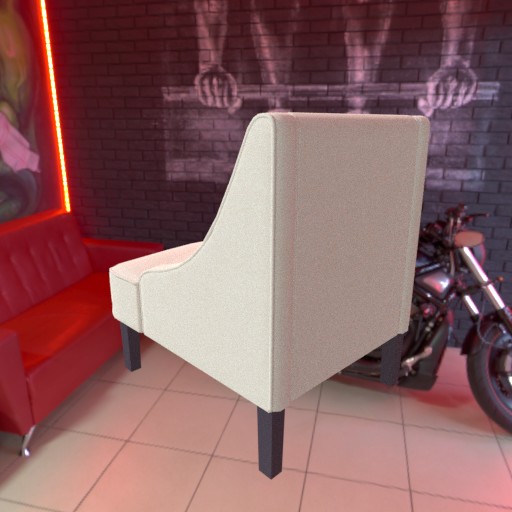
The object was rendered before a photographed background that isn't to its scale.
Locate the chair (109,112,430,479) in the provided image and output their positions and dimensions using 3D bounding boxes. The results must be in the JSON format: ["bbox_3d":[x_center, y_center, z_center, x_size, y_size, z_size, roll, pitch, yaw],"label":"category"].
[{"bbox_3d":[0.000,0.000,1.468,0.689,0.886,0.806,-16,23,-42],"label":"chair"}]
